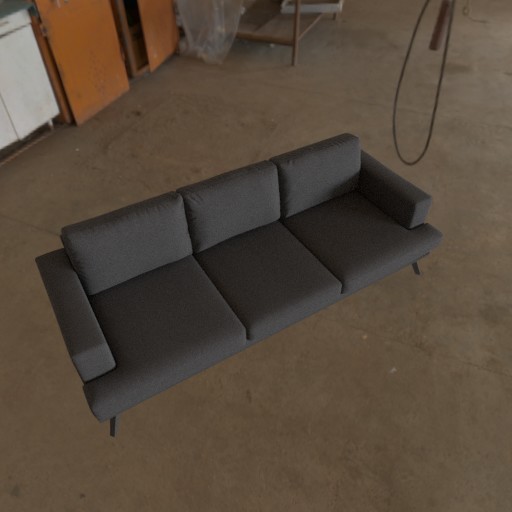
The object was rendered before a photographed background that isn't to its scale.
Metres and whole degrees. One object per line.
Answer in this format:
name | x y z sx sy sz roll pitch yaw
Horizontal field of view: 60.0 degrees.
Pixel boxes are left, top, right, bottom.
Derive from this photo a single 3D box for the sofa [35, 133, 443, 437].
sofa | 0.000 0.000 2.695 2.310 0.810 0.920 -23 49 -22
